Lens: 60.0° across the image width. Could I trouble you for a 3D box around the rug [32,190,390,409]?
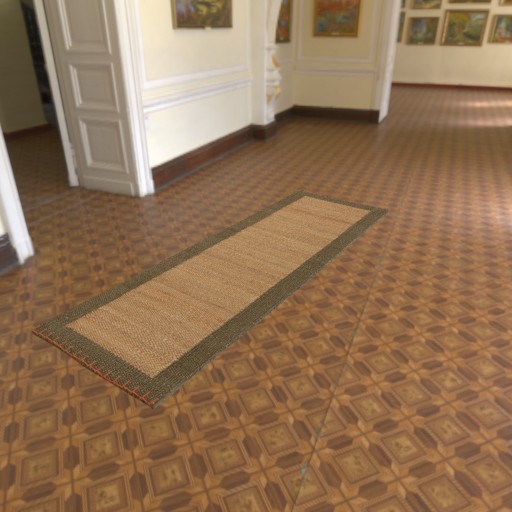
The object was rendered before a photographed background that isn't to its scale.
[{"bbox_3d":[0.000,0.000,2.679,0.810,0.016,2.413,18,32,31],"label":"rug"}]
